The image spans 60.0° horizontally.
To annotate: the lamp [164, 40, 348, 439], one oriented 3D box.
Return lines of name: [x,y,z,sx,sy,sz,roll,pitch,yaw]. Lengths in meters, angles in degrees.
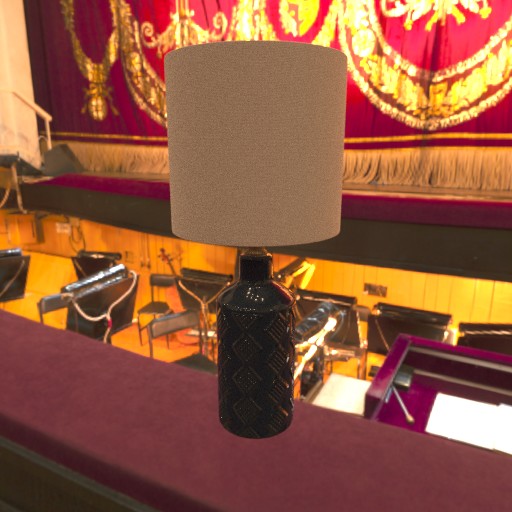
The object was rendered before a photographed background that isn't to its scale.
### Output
lamp: [0.000,0.000,0.563,0.207,0.461,0.207,7,16,26]
